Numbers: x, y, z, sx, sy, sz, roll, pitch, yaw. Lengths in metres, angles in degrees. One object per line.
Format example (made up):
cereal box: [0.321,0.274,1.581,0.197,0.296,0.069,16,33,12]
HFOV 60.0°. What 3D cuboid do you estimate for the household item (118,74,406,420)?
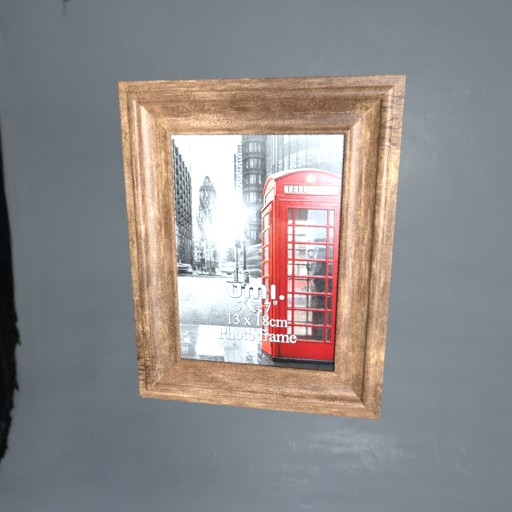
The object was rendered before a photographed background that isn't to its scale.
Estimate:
household item: [0.000,0.000,0.318,0.186,0.237,0.018,2,14,9]
